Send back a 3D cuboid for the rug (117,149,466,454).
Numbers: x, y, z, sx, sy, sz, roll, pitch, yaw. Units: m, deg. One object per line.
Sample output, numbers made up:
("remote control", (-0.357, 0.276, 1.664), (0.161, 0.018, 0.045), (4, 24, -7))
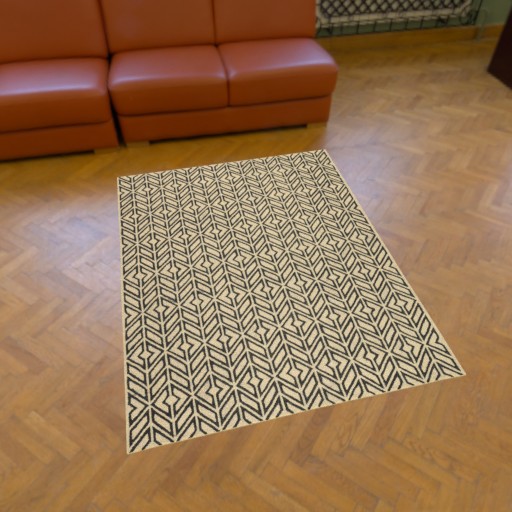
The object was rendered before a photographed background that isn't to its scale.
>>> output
("rug", (0.000, 0.000, 4.052), (2.421, 0.008, 3.045), (-10, 47, -9))
